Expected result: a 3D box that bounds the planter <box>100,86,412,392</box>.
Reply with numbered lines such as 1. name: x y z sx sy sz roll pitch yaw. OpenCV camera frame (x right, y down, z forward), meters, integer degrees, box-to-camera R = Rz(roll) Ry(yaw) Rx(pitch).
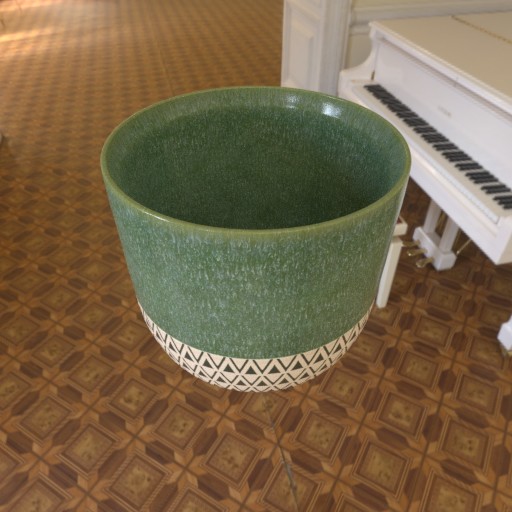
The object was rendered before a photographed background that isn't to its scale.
1. planter: 0.000 0.000 0.478 0.266 0.270 0.266 0 41 0
